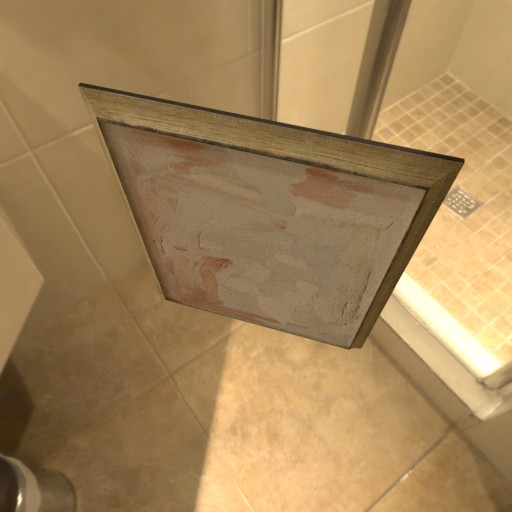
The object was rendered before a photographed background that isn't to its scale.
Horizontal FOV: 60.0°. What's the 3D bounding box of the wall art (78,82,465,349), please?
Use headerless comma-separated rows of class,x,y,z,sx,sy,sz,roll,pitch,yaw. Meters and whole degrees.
wall art,0.000,0.000,0.610,0.381,0.457,0.023,14,59,9
